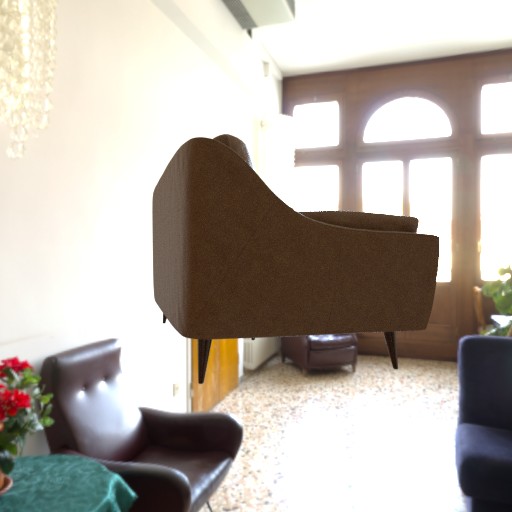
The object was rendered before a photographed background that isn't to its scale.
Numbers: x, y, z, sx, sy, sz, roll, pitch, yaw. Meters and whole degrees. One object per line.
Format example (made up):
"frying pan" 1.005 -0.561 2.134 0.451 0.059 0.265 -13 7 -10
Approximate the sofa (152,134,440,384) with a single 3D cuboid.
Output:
"sofa" 0.000 0.000 2.334 0.981 0.886 1.731 0 1 -17
